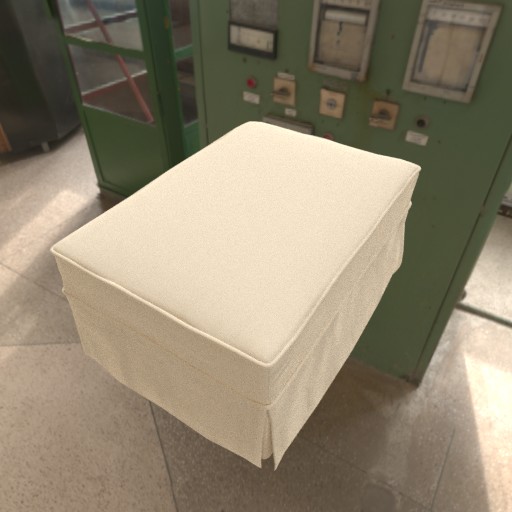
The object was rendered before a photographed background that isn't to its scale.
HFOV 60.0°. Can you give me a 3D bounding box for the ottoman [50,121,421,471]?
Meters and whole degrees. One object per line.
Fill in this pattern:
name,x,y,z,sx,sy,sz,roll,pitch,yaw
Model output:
ottoman,0.000,0.000,1.350,0.703,0.479,0.944,23,46,24
